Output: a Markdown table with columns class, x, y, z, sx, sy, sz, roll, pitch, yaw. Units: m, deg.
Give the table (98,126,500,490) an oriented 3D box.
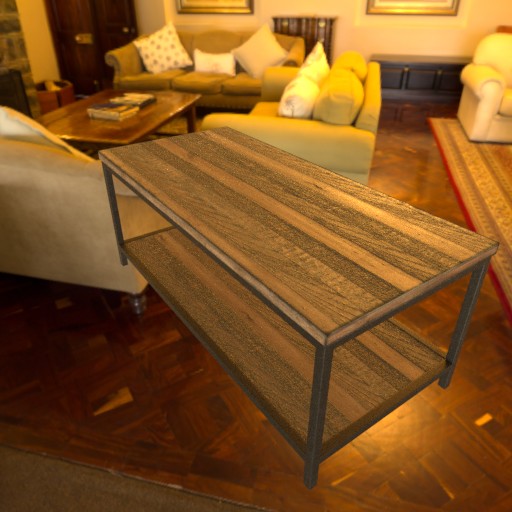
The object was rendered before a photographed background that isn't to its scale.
| class | x | y | z | sx | sy | sz | roll | pitch | yaw |
| --- | --- | --- | --- | --- | --- | --- | --- | --- | --- |
| table | 0.000 | 0.000 | 1.192 | 0.452 | 0.399 | 0.990 | -20 | 37 | -29 |
